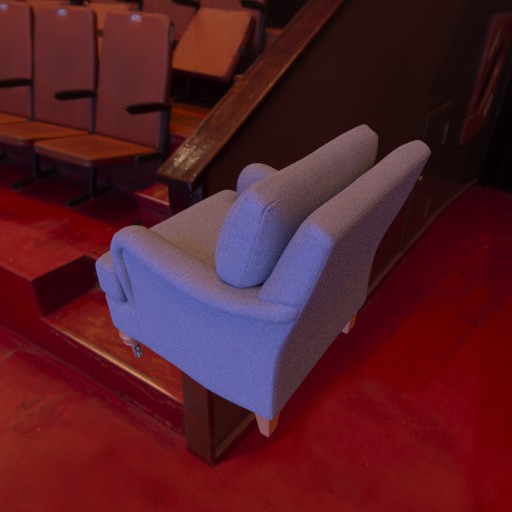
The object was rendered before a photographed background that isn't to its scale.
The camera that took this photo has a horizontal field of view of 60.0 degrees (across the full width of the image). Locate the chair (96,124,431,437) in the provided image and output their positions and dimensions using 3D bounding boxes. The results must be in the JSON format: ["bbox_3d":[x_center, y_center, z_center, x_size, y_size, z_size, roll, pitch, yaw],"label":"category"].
[{"bbox_3d":[0.000,0.000,1.907,1.070,1.038,0.955,20,37,29],"label":"chair"}]
